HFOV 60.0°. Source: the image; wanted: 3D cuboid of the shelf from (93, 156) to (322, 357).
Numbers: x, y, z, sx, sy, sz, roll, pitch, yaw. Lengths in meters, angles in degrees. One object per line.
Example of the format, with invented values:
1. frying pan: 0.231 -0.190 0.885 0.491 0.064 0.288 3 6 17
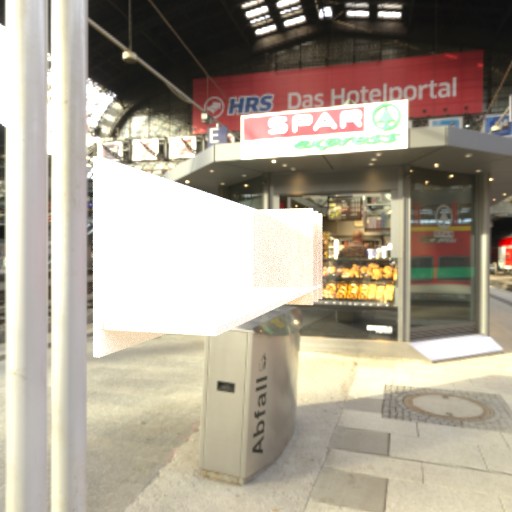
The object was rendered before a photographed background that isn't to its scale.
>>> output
1. shelf: 0.000 0.000 1.122 0.200 0.300 1.020 0 0 17
